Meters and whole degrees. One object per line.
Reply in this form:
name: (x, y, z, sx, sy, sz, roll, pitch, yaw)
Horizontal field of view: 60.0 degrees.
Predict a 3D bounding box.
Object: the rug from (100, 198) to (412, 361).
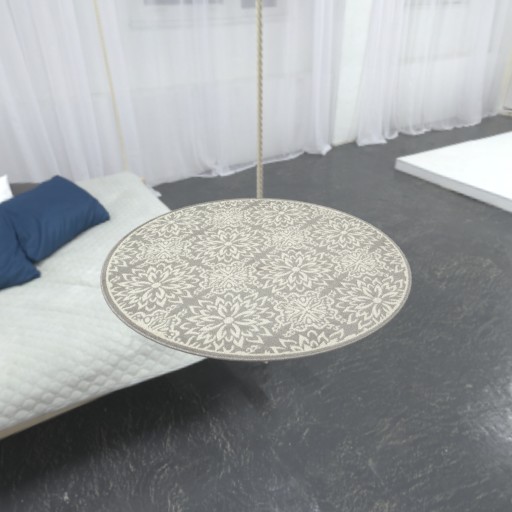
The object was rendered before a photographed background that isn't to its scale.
rug: (0.000, 0.000, 2.369, 1.593, 0.012, 1.593, 0, 30, 0)
